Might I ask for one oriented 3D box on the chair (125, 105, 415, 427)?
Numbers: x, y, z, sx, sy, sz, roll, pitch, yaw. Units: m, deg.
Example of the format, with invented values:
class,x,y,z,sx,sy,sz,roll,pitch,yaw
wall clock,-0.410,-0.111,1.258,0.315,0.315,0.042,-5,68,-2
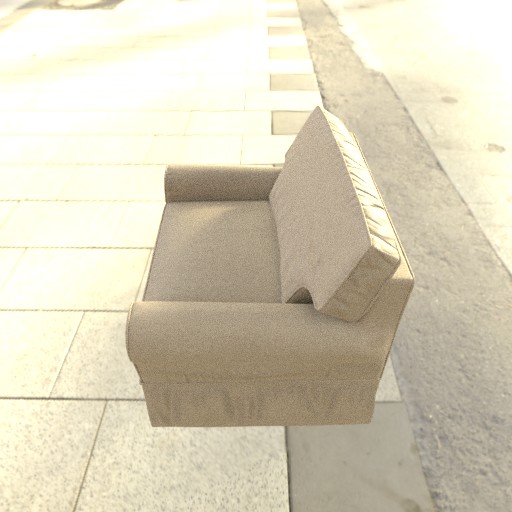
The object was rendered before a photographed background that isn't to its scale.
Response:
class,x,y,z,sx,sy,sz,roll,pitch,yaw
chair,0.000,0.000,1.841,0.903,0.937,1.096,-1,41,-1
